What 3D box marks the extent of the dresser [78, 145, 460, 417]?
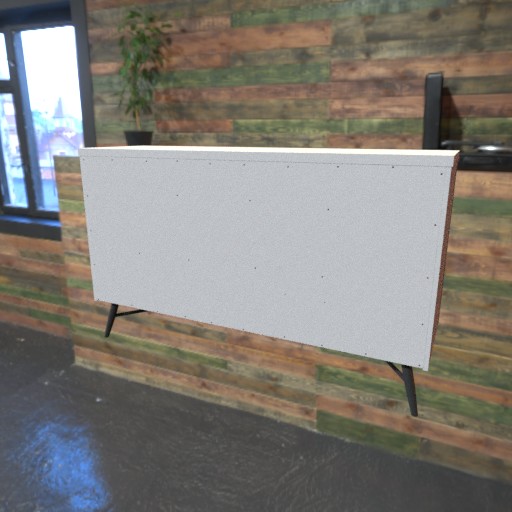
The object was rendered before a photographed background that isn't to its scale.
[{"bbox_3d":[0.000,0.000,1.951,1.524,0.914,0.457,7,17,25],"label":"dresser"}]
